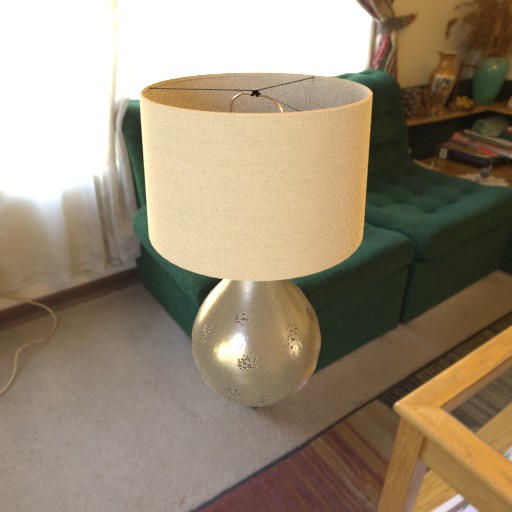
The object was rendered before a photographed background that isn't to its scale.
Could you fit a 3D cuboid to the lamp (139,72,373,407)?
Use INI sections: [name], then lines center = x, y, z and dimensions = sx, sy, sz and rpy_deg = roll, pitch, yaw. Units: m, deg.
[lamp]
center = 0.000, 0.000, 0.727
dimensions = 0.330, 0.521, 0.330
rpy_deg = 0, 30, 0
